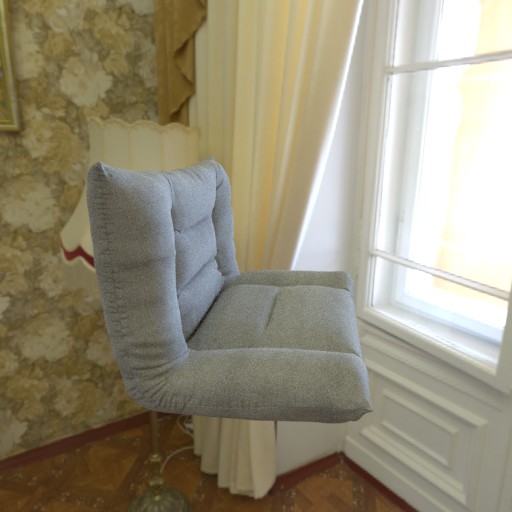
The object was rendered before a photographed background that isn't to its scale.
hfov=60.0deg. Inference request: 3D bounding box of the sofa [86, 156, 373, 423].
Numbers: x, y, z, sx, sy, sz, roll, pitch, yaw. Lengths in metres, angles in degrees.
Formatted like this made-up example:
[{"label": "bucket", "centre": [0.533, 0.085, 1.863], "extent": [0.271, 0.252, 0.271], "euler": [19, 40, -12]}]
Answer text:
[{"label": "sofa", "centre": [0.000, 0.000, 1.750], "extent": [0.847, 0.795, 1.144], "euler": [2, 16, 9]}]
